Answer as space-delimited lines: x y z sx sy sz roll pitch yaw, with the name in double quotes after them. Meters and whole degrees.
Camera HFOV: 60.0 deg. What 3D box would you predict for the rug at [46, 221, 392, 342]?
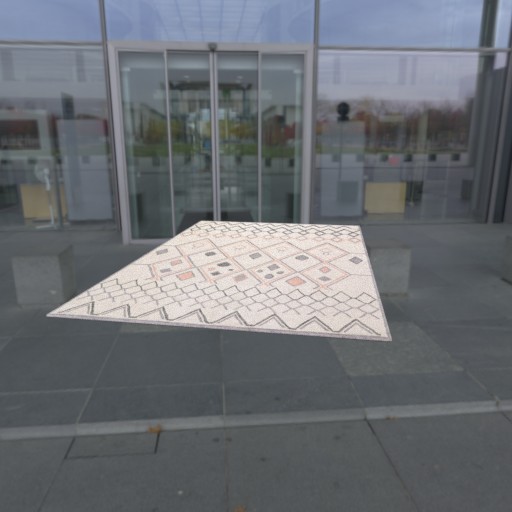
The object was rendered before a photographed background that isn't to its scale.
0.000 0.000 3.054 1.524 0.015 2.438 3 15 9 "rug"
